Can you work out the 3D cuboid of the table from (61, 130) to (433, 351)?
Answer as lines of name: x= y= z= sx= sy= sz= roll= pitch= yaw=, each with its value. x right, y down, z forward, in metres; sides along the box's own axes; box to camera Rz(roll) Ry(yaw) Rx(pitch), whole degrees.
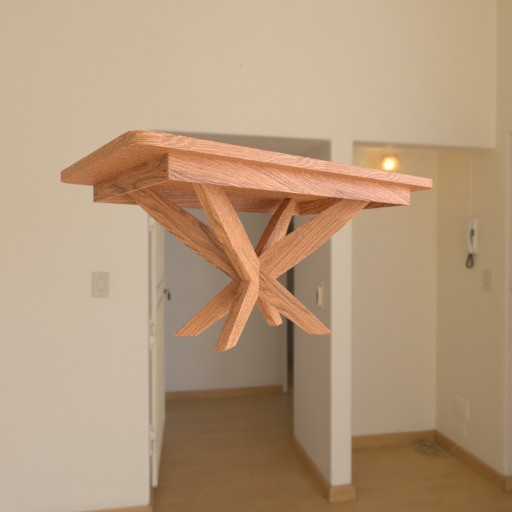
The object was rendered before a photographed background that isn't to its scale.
table: x=0.000 y=0.000 z=2.163 sx=1.600 sy=0.770 sz=0.950 roll=0 pitch=1 yaw=-37
